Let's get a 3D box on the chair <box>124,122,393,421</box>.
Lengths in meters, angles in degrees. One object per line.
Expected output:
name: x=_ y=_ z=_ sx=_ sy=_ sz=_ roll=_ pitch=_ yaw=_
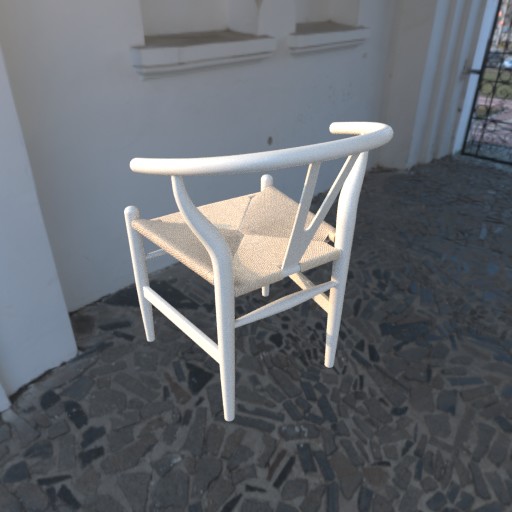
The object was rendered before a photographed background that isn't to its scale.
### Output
chair: x=0.000 y=0.000 z=1.150 sx=0.569 sy=0.730 sz=0.579 roll=-19 pitch=35 yaw=-29
